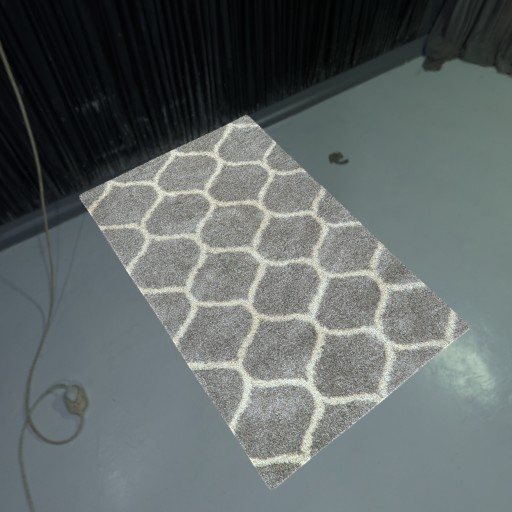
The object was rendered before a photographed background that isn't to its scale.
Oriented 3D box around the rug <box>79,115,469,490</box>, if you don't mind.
[{"bbox_3d":[0.000,0.000,2.949,1.501,0.025,2.348,-31,63,-18],"label":"rug"}]
